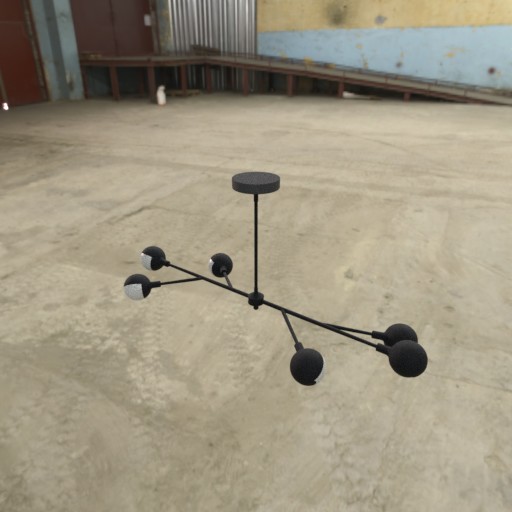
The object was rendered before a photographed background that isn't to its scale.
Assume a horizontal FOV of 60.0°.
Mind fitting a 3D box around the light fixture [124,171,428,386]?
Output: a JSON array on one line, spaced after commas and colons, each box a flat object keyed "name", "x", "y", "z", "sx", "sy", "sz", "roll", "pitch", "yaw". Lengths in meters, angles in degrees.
[{"name": "light fixture", "x": 0.000, "y": 0.000, "z": 1.004, "sx": 0.434, "sy": 0.362, "sz": 0.778, "roll": -18, "pitch": 30, "yaw": -33}]
